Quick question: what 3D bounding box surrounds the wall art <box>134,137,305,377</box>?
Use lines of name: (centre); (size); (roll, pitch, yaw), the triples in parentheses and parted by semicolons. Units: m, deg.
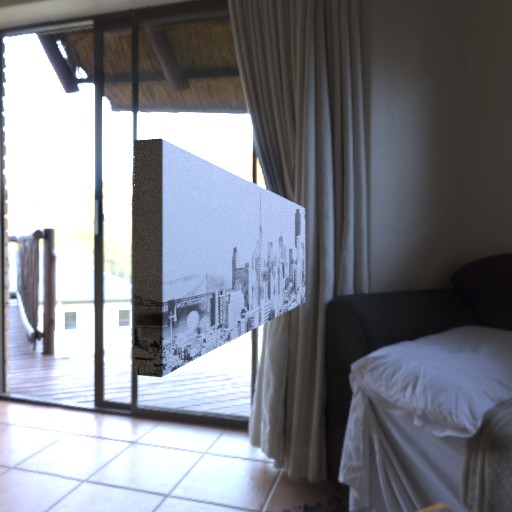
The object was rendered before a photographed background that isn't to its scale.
wall art: (0.000, 0.000, 0.843); (0.036, 0.256, 0.766); (0, 0, 18)
